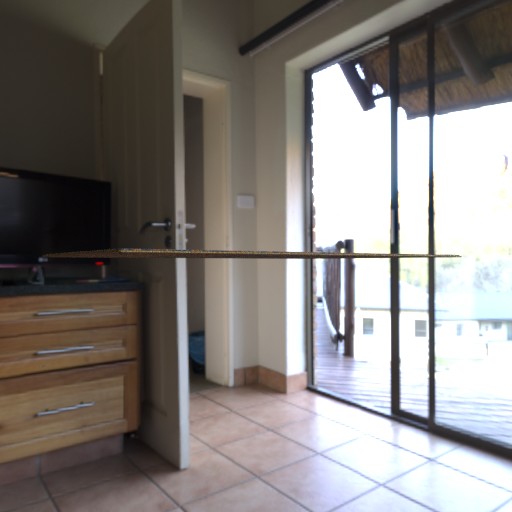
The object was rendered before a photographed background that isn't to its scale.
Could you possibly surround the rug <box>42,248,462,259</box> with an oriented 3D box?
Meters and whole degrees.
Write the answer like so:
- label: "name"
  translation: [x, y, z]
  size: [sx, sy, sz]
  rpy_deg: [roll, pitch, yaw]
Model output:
- label: "rug"
  translation: [0.000, 0.000, 2.213]
  size: [1.758, 0.013, 1.148]
  rpy_deg: [1, -1, -35]
